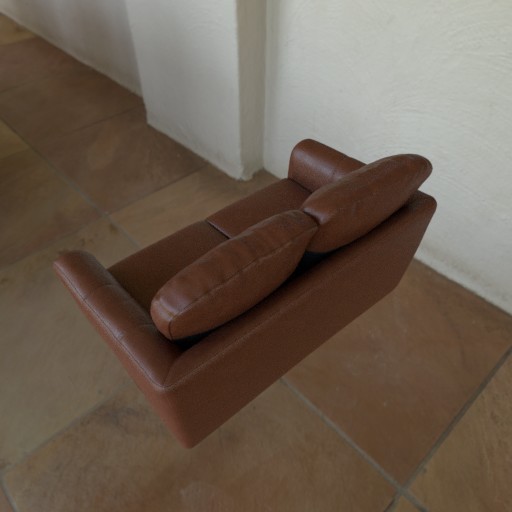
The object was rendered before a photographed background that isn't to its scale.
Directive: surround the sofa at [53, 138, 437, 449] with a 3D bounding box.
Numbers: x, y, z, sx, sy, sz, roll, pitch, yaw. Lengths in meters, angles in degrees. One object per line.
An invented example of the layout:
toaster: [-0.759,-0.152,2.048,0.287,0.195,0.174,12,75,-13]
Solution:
sofa: [0.000,0.000,1.886,1.406,0.906,0.805,-31,53,-27]
